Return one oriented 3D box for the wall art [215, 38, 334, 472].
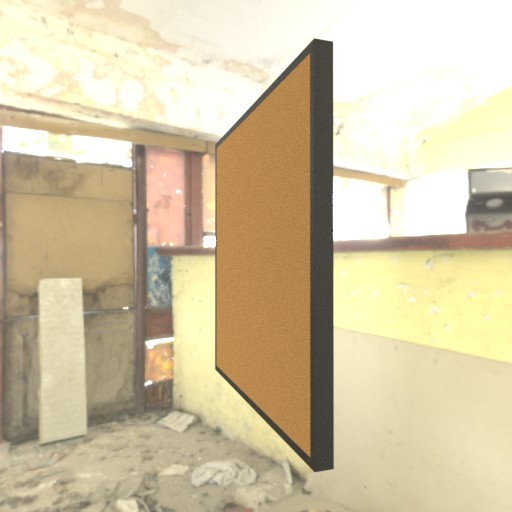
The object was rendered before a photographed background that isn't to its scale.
[{"bbox_3d":[0.000,0.000,1.146,0.038,0.763,0.763,0,0,-18],"label":"wall art"}]
